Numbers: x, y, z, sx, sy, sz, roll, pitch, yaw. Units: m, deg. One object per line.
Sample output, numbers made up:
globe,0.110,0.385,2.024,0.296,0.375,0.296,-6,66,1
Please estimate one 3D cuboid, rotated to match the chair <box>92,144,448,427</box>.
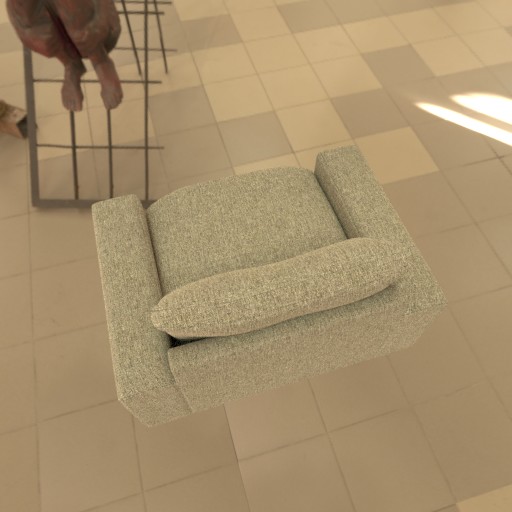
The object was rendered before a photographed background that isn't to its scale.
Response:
chair,0.000,0.000,2.104,1.398,0.915,1.039,-15,60,-9
